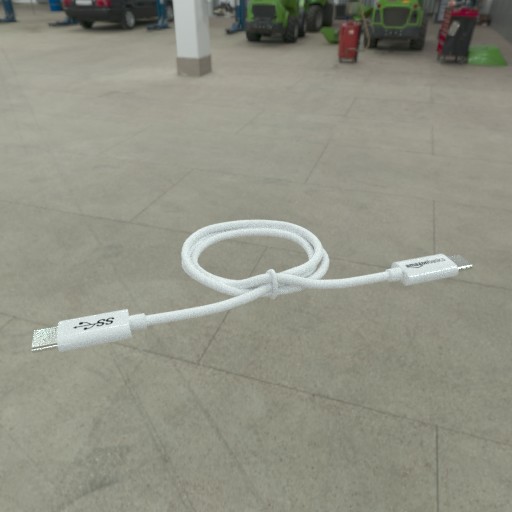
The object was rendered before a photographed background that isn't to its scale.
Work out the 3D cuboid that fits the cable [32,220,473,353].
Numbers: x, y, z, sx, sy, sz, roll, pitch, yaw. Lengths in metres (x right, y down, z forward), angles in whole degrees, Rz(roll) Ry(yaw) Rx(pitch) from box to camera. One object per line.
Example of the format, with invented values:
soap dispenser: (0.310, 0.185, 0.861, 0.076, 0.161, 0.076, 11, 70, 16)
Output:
cable: (0.000, 0.000, 0.204, 0.186, 0.014, 0.070, -9, 34, -14)
